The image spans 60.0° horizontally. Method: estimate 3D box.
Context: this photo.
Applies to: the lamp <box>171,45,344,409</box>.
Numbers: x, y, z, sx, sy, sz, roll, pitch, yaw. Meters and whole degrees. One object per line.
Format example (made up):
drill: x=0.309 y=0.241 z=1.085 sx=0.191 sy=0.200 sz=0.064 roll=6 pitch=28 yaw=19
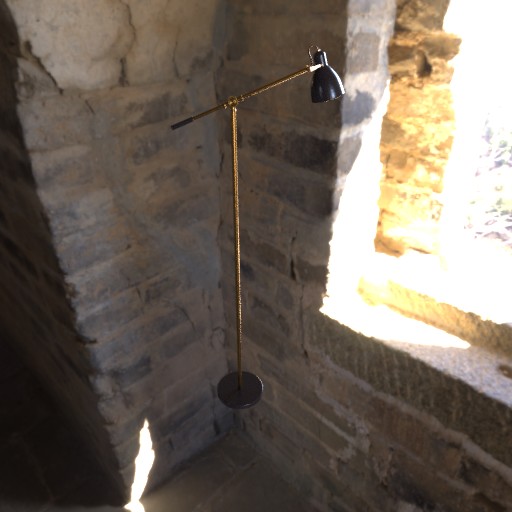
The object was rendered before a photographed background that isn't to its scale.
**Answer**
lamp: x=0.000 y=0.000 z=1.889 sx=0.618 sy=1.628 sz=0.235 roll=0 pitch=31 yaw=0
